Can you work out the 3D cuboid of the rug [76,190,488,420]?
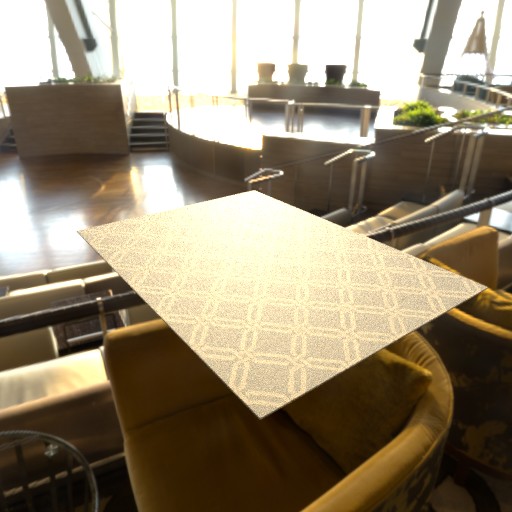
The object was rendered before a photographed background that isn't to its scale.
[{"bbox_3d":[0.000,0.000,4.329,2.438,0.013,3.353,-18,31,-32],"label":"rug"}]
